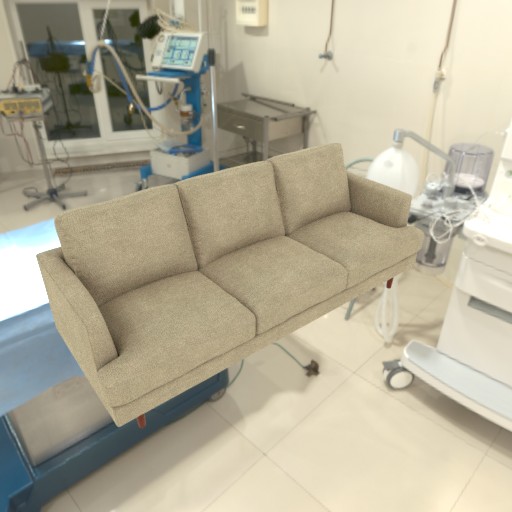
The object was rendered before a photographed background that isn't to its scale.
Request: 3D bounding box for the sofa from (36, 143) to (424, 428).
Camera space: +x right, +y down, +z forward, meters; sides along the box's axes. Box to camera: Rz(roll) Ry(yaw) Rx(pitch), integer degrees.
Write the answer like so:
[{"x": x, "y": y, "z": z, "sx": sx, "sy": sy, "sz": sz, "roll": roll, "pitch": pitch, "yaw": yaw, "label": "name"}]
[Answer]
[{"x": 0.000, "y": 0.000, "z": 2.688, "sx": 2.246, "sy": 0.930, "sz": 0.903, "roll": -22, "pitch": 37, "yaw": -32, "label": "sofa"}]
